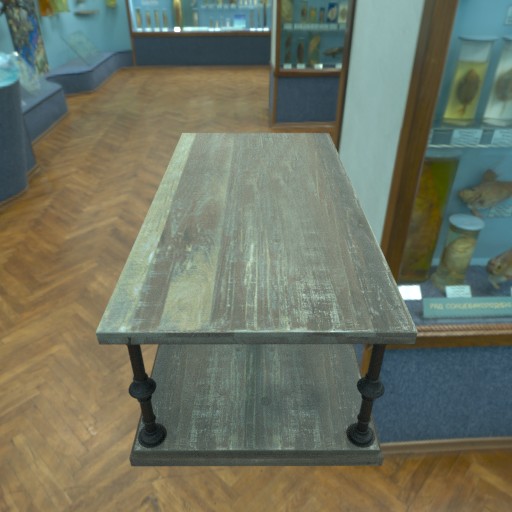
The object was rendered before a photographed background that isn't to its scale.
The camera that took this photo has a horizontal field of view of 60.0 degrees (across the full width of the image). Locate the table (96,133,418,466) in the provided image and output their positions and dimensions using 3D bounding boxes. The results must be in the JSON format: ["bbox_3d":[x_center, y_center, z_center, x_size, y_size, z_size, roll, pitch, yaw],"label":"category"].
[{"bbox_3d":[0.000,0.000,1.326,0.554,0.399,1.088,0,33,0],"label":"table"}]
